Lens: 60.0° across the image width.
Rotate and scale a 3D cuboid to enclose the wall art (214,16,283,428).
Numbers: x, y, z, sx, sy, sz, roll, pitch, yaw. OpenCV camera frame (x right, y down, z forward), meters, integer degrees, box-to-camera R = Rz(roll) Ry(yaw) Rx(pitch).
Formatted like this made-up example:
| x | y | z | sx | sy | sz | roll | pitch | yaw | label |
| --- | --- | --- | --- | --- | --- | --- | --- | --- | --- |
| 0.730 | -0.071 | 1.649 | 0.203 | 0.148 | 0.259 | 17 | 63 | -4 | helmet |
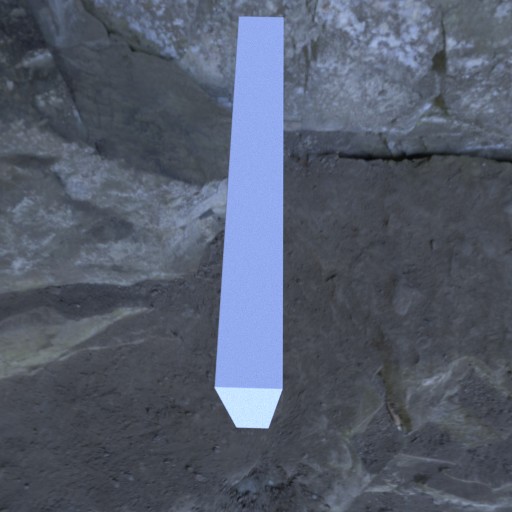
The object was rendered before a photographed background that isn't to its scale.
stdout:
| x | y | z | sx | sy | sz | roll | pitch | yaw | label |
| --- | --- | --- | --- | --- | --- | --- | --- | --- | --- |
| 0.000 | 0.000 | 0.448 | 0.038 | 0.305 | 0.305 | 1 | 65 | 1 | wall art |
